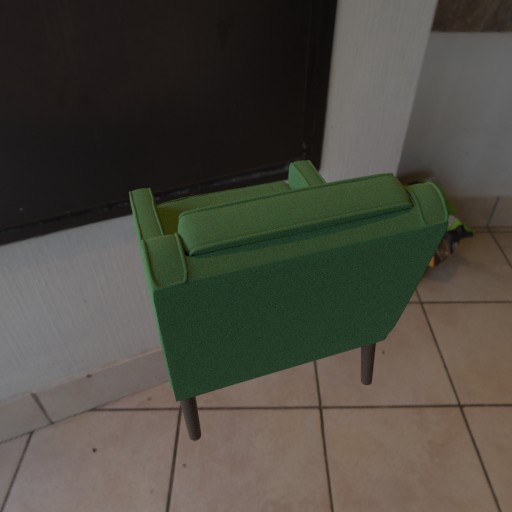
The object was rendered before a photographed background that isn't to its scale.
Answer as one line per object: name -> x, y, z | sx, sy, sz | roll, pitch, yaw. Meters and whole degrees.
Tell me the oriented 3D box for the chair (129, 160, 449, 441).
chair -> 0.000, 0.000, 1.351 | 0.663, 0.792, 0.743 | -13, 43, -14
